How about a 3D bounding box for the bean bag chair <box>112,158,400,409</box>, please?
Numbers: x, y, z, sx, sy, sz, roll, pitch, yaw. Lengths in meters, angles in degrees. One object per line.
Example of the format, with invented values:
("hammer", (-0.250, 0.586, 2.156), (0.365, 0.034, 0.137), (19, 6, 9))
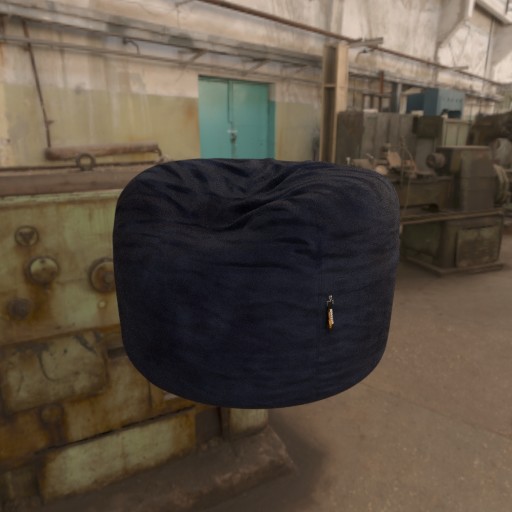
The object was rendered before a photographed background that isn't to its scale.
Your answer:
("bean bag chair", (0.000, 0.000, 1.492), (0.918, 0.616, 0.918), (0, 16, 0))
